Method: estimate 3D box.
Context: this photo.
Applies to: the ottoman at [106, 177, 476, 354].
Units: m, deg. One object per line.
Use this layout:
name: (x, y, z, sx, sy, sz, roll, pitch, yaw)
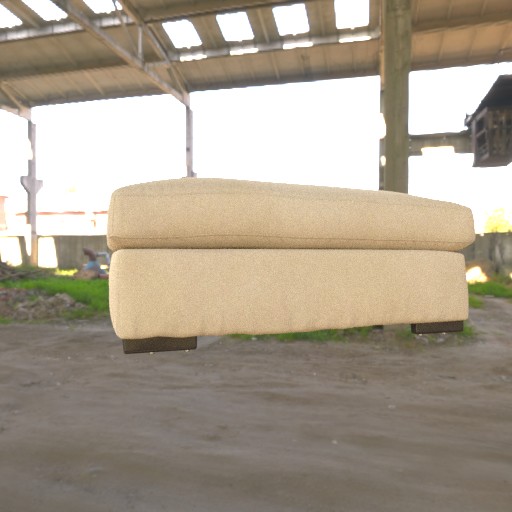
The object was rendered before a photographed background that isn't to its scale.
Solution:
ottoman: (0.000, 0.000, 1.862, 1.190, 0.522, 1.205, 0, 0, -18)
